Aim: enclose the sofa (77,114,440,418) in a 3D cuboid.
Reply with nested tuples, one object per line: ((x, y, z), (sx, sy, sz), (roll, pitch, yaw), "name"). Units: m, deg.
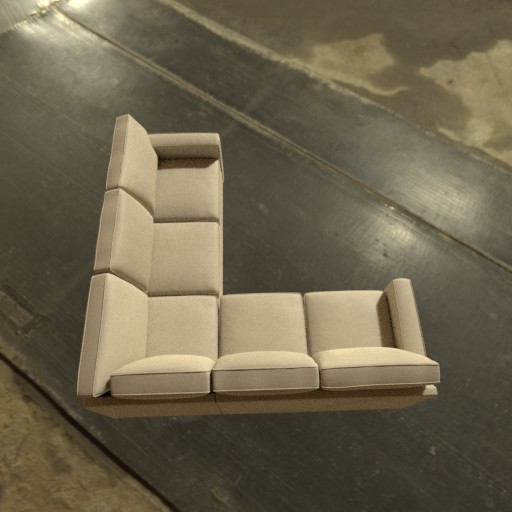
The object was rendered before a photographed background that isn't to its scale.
((0.000, 0.000, 3.371), (2.182, 0.939, 2.189), (-2, 64, -1), "sofa")
